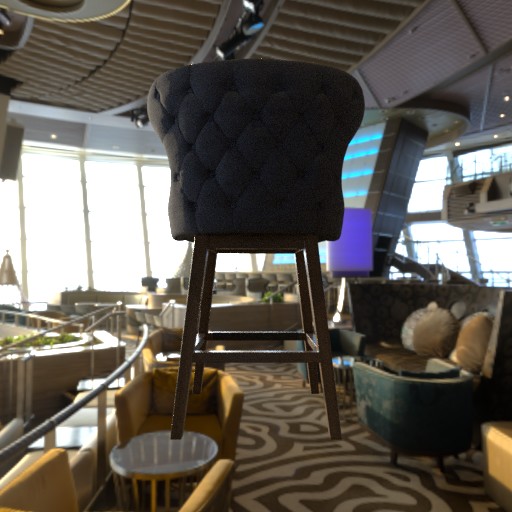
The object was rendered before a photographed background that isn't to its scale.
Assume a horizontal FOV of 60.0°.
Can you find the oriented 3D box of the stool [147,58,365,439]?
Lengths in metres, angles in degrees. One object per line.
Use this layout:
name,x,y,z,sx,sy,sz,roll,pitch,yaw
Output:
stool,0.000,0.000,1.366,0.615,0.972,0.597,0,-2,0
